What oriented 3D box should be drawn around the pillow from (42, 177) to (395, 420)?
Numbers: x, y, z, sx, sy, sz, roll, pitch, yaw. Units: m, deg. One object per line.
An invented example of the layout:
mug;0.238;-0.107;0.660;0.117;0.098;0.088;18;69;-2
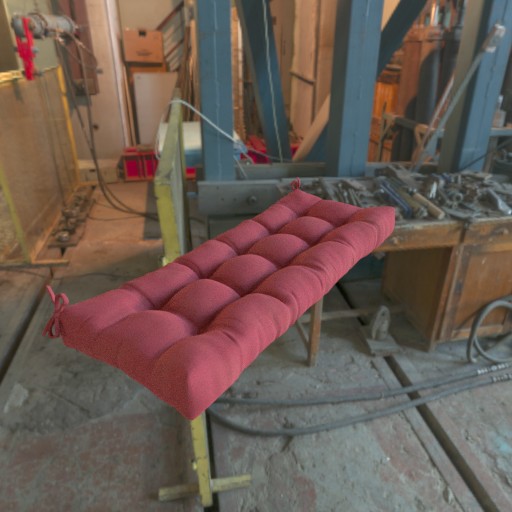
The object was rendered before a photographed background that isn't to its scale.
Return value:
pillow;0.000;0.000;1.367;0.511;0.174;1.194;18;32;31
